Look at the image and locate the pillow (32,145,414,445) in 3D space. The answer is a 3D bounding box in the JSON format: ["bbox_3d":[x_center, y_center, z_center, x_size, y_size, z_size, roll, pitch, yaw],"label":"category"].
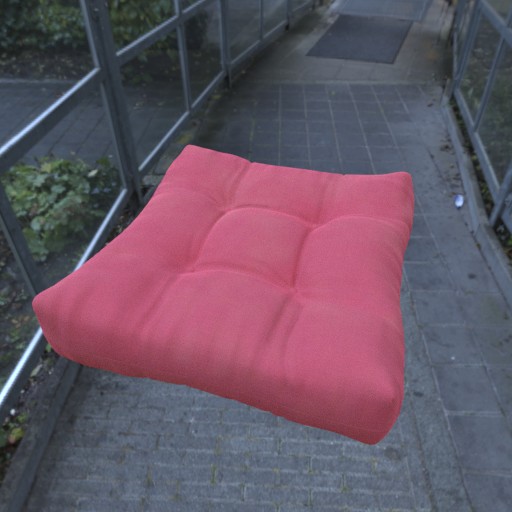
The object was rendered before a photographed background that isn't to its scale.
[{"bbox_3d":[0.000,0.000,0.701,0.468,0.128,0.490,11,41,13],"label":"pillow"}]
